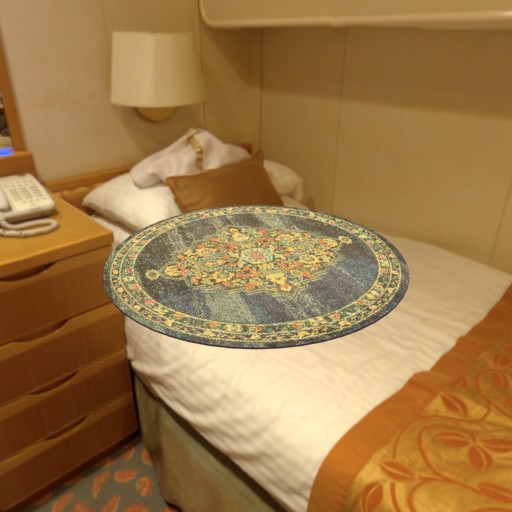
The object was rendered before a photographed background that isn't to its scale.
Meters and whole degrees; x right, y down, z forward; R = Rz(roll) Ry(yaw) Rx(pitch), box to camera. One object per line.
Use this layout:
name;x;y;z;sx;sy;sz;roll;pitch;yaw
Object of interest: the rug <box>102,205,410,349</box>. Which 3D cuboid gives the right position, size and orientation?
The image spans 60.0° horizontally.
rug;0.000;0.000;3.605;2.386;0.014;2.386;0;26;0
